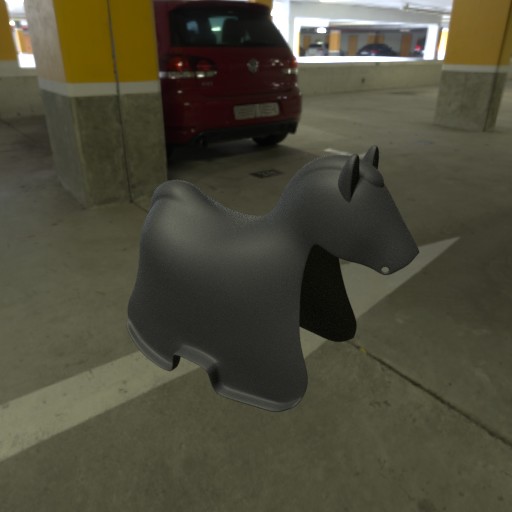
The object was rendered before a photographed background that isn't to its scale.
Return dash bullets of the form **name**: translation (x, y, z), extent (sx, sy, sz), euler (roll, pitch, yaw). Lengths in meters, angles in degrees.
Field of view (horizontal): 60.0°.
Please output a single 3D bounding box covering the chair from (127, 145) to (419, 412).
- **chair**: translation (0.000, 0.000, 1.153), extent (0.800, 0.612, 0.429), euler (16, 30, 31)
